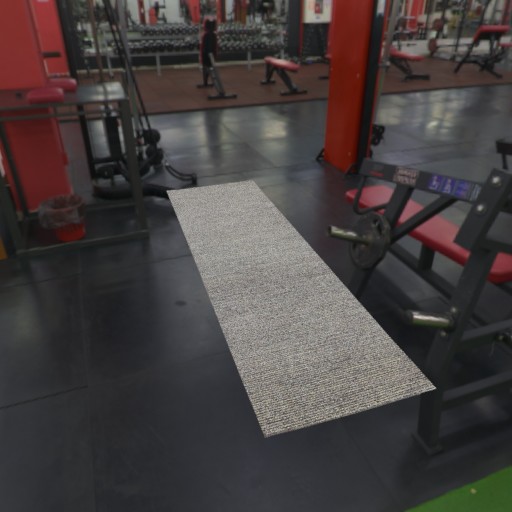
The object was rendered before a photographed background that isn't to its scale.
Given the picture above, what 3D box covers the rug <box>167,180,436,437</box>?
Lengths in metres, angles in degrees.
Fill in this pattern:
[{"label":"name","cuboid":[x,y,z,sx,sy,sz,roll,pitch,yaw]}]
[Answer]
[{"label":"rug","cuboid":[0.000,0.000,2.554,0.697,0.013,2.335,-9,32,-15]}]
